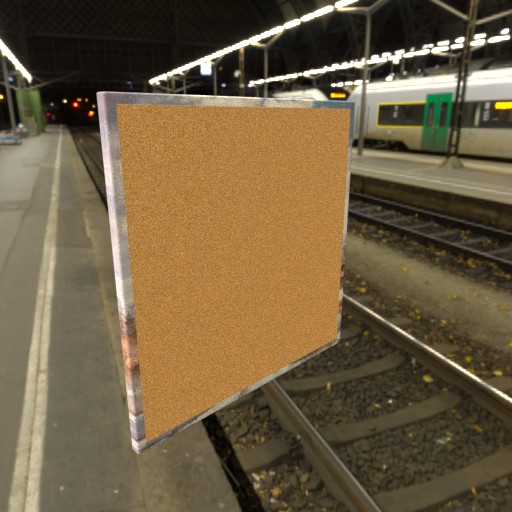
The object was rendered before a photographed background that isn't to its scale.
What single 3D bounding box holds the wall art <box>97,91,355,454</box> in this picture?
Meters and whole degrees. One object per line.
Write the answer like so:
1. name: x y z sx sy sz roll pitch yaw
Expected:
1. wall art: 0.000 0.000 1.335 0.888 0.897 0.035 -16 24 -41
